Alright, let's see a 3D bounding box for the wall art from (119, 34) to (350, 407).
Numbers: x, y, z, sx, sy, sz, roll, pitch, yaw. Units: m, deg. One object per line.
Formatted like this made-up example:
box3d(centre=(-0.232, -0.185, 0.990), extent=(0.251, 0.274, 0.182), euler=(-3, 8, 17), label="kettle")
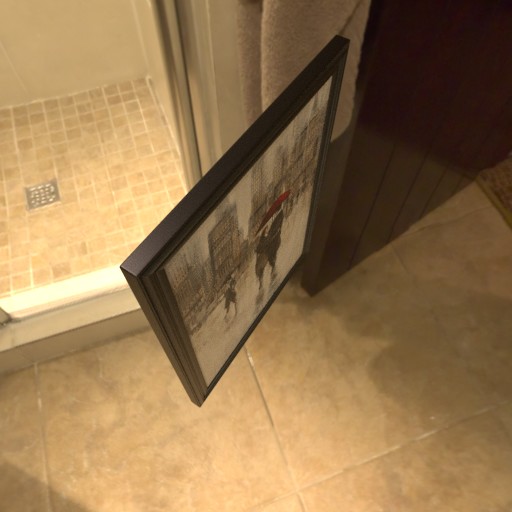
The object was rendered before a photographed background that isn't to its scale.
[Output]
box3d(centre=(0.000, 0.000, 1.617), extent=(0.053, 1.194, 0.950), euler=(29, 63, 16), label="wall art")
